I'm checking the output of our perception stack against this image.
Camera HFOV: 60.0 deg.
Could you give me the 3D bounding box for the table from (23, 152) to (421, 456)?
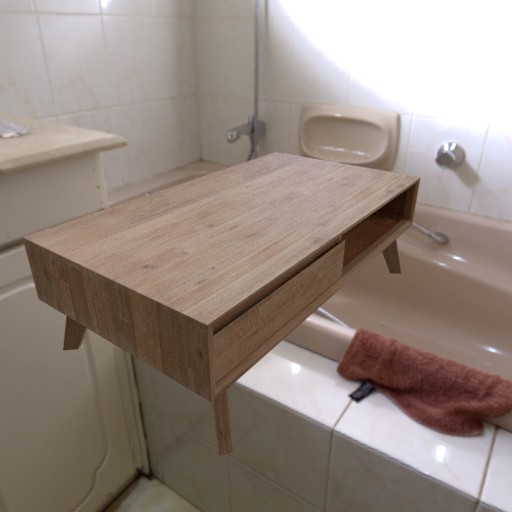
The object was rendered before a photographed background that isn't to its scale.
[{"bbox_3d":[0.000,0.000,2.064,0.918,0.531,1.619,19,32,32],"label":"table"}]
